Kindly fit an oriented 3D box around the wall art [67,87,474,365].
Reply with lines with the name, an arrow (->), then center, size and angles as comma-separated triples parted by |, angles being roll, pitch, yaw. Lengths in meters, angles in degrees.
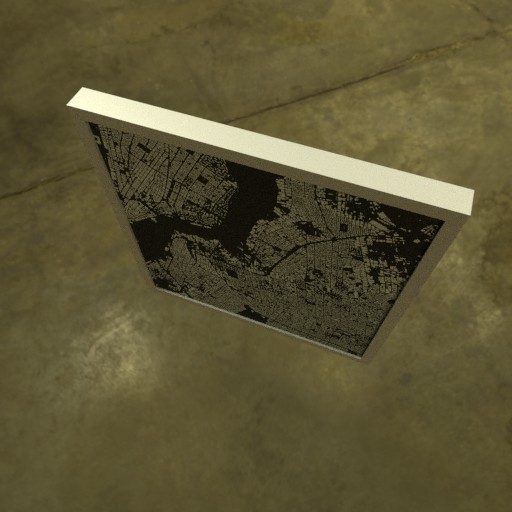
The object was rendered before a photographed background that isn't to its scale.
wall art -> 0.000, 0.000, 0.747 | 0.506, 0.506, 0.038 | 18, 60, 11
